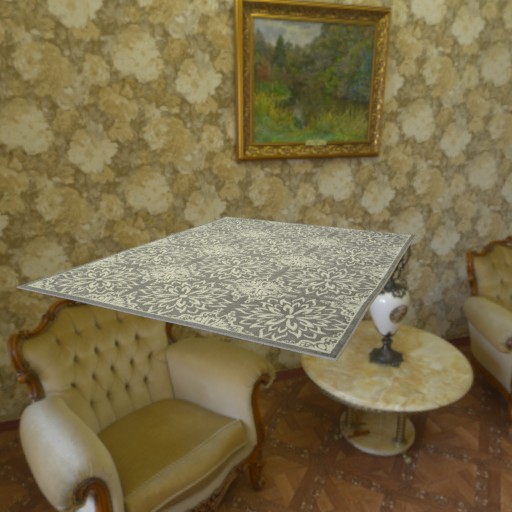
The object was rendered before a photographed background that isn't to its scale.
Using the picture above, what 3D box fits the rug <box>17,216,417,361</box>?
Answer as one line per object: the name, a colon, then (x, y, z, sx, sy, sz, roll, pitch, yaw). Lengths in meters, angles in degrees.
rug: (0.000, 0.000, 3.957, 2.363, 0.012, 2.980, 8, 18, 25)
